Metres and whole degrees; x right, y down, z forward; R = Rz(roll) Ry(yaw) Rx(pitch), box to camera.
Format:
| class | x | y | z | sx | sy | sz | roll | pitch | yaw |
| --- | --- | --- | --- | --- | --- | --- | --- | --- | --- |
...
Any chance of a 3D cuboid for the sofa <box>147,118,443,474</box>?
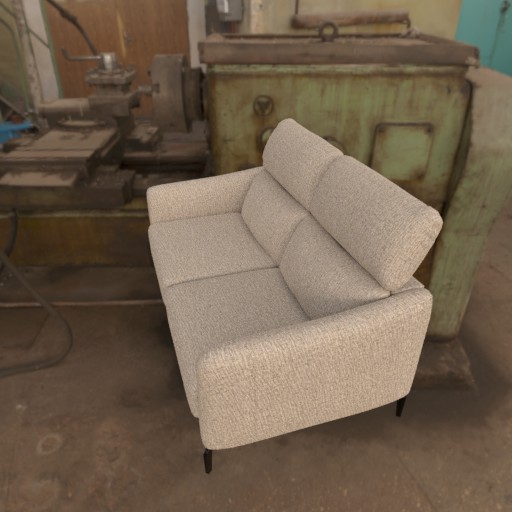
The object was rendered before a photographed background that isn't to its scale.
| class | x | y | z | sx | sy | sz | roll | pitch | yaw |
| --- | --- | --- | --- | --- | --- | --- | --- | --- | --- |
| sofa | 0.000 | 0.000 | 2.108 | 0.905 | 0.950 | 1.540 | -10 | 32 | -15 |
